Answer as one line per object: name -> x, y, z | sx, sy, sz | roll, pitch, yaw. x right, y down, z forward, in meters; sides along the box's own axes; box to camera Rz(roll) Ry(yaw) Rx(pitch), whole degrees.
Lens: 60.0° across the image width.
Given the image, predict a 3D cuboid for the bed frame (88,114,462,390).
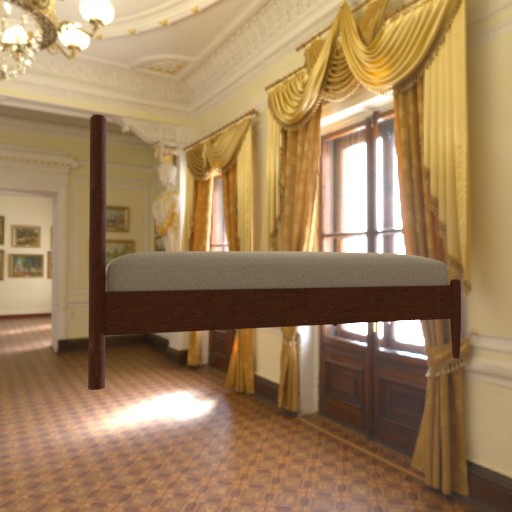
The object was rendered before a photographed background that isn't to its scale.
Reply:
bed frame -> 0.000, 0.000, 3.245 | 2.234, 1.321, 1.655 | 0, -1, -19
